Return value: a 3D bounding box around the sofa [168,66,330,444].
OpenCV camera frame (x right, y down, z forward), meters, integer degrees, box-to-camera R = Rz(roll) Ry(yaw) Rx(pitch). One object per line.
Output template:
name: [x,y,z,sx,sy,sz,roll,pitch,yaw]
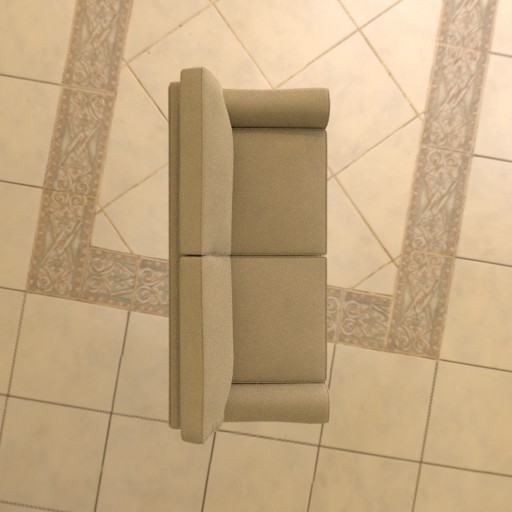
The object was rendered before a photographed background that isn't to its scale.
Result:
sofa: [0.000,0.000,2.423,0.841,1.024,1.823,0,90,-1]
